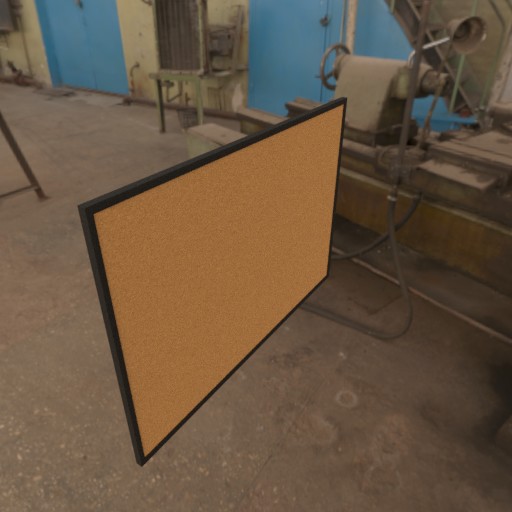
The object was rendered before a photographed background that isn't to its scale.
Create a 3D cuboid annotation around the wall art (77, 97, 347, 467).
[{"bbox_3d":[0.000,0.000,0.830,0.013,0.458,0.664,20,37,29],"label":"wall art"}]
